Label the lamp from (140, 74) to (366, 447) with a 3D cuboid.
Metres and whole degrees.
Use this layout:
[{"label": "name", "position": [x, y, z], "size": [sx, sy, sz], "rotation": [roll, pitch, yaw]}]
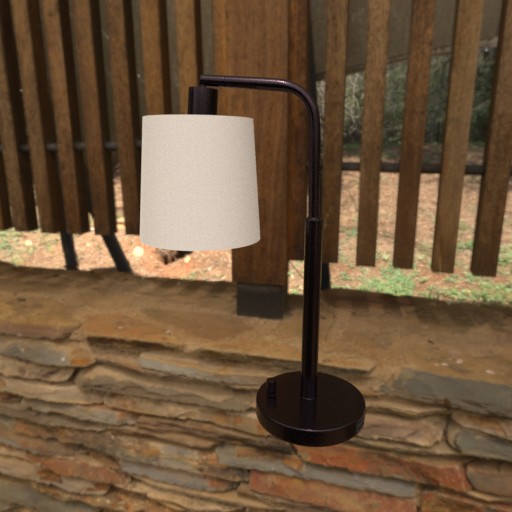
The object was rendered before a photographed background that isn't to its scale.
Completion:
[{"label": "lamp", "position": [0.000, 0.000, 0.634], "size": [0.333, 0.489, 0.171], "rotation": [2, 14, 9]}]
